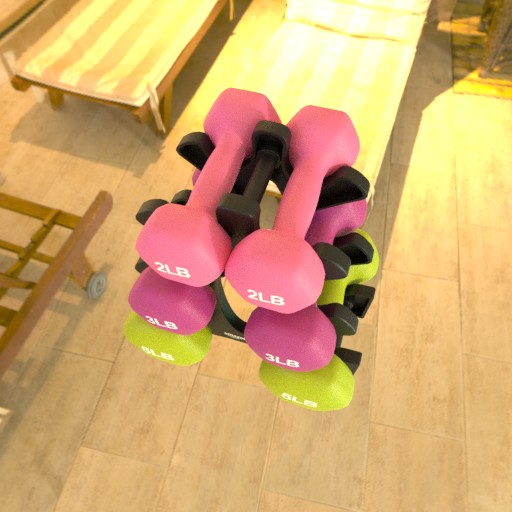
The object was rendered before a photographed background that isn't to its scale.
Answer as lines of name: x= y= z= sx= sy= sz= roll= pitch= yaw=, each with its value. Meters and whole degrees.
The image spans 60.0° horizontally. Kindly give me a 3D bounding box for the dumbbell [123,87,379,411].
dumbbell: x=0.000 y=0.000 z=0.439 sx=0.257 sy=0.261 sz=0.203 roll=16 pitch=59 yaw=10
